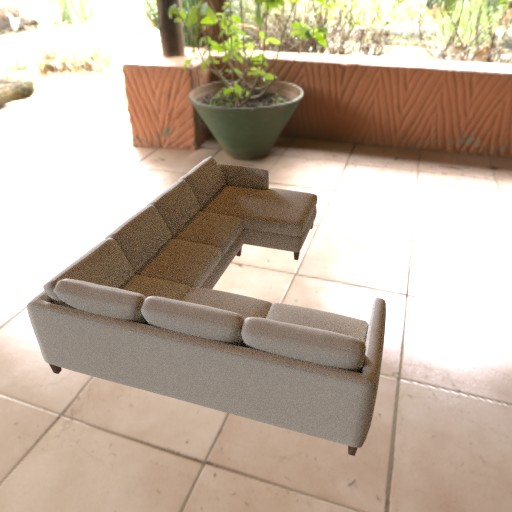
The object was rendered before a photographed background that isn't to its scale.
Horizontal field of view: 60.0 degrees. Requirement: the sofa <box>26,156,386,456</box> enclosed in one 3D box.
[{"bbox_3d":[0.000,0.000,4.331,2.551,0.853,3.238,10,33,15],"label":"sofa"}]
